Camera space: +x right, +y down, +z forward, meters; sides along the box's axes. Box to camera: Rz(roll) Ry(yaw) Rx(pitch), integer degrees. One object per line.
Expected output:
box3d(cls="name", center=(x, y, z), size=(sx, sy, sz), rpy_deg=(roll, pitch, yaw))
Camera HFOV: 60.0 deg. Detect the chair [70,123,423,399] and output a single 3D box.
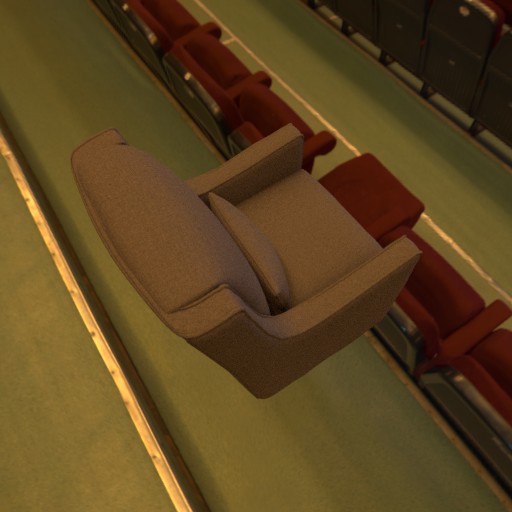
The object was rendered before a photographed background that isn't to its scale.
box3d(cls="chair", center=(0.000, 0.000, 1.578), size=(0.879, 0.993, 0.732), rpy_deg=(-30, 63, -17))
